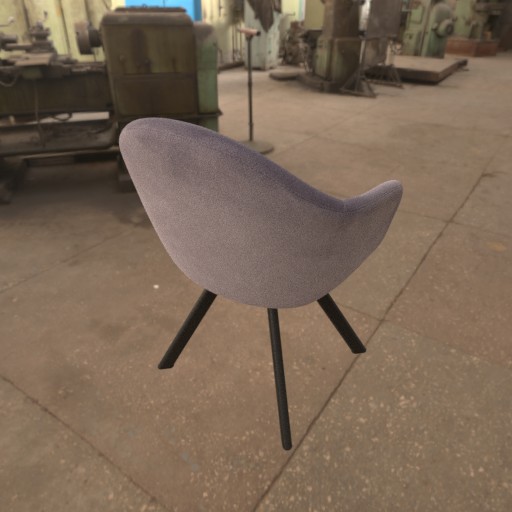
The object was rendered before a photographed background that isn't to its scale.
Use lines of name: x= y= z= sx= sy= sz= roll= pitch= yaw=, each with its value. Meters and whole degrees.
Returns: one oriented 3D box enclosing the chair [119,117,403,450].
chair: x=0.000 y=0.000 z=1.137 sx=0.570 sy=0.780 sz=0.540 roll=21 pitch=37 yaw=31
